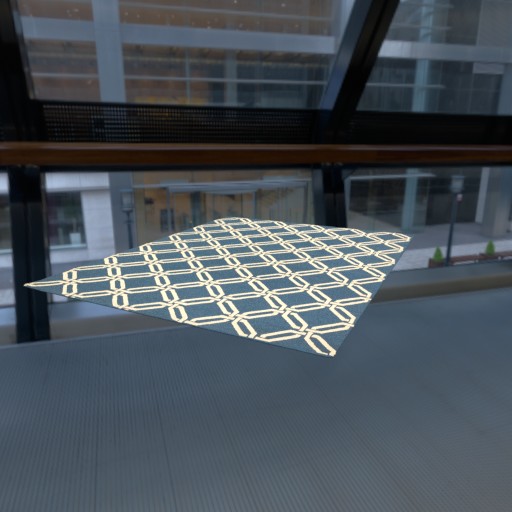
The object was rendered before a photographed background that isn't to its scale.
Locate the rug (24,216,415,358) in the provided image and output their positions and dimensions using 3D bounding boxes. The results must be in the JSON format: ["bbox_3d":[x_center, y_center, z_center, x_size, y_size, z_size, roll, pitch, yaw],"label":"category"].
[{"bbox_3d":[0.000,0.000,3.877,2.277,0.020,2.867,8,18,25],"label":"rug"}]
